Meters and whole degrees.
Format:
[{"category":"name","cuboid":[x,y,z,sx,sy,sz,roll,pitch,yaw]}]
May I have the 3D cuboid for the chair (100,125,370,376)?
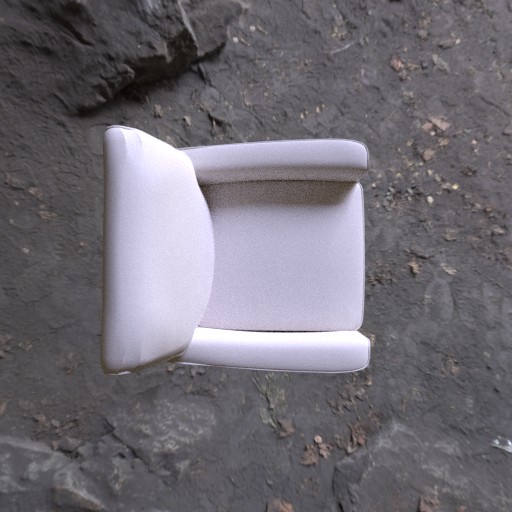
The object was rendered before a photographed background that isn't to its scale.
[{"category":"chair","cuboid":[0.000,0.000,1.669,0.858,1.028,0.841,0,89,0]}]
